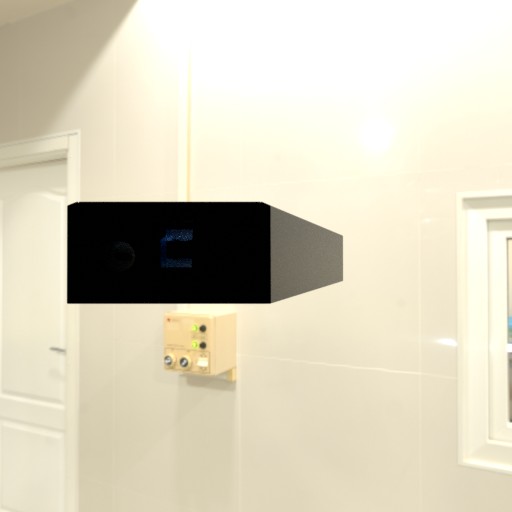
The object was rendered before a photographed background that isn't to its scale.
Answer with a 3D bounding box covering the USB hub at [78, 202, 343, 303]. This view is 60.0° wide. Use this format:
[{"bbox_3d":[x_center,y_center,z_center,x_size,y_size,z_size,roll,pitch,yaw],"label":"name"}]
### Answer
[{"bbox_3d":[0.000,0.000,0.159,0.044,0.023,0.145,0,-1,19],"label":"USB hub"}]
